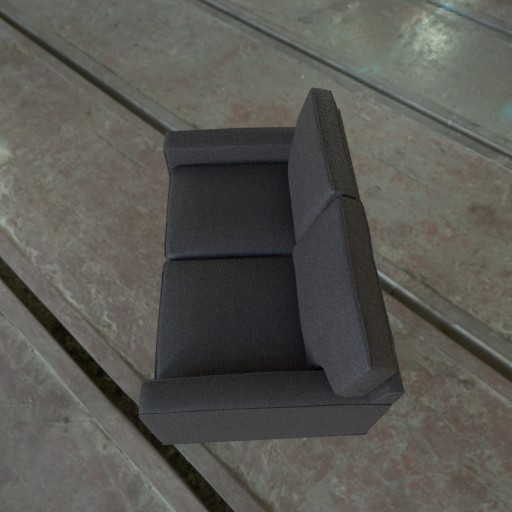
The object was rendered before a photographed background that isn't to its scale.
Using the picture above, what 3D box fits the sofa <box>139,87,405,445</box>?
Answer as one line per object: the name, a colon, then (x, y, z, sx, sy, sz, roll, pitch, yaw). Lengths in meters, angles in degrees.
sofa: (0.000, 0.000, 2.153, 0.974, 0.887, 1.534, -2, 57, -1)
